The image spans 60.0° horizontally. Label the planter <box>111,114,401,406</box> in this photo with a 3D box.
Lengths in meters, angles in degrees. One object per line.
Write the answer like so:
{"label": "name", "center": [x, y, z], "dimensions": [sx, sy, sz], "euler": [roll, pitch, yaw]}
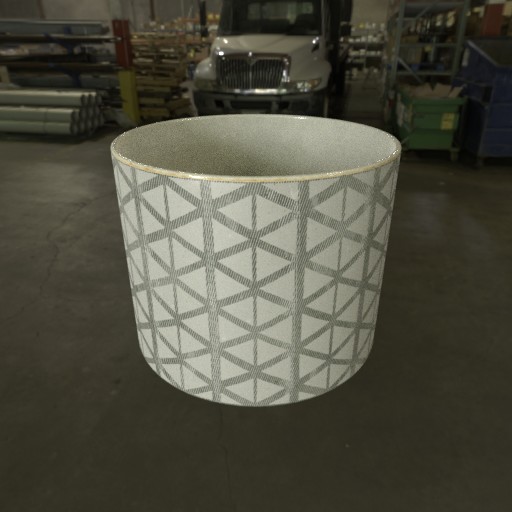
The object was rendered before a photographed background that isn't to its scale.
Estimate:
{"label": "planter", "center": [0.000, 0.000, 0.342], "dimensions": [0.190, 0.181, 0.190], "euler": [0, 27, 0]}
